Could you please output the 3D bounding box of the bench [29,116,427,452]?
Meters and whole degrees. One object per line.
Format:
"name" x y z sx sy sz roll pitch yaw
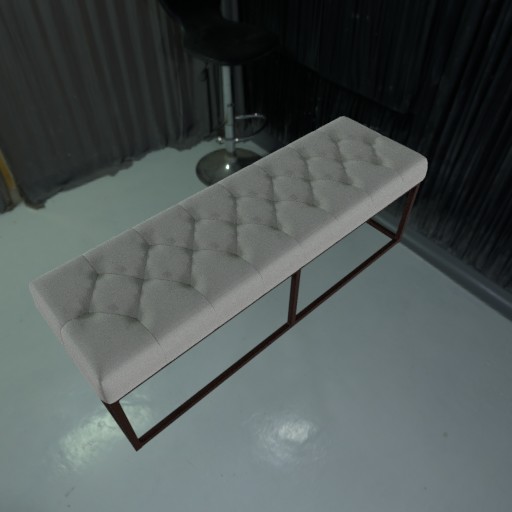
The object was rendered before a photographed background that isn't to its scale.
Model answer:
"bench" 0.000 0.000 1.728 1.488 0.488 0.479 -33 56 -27
